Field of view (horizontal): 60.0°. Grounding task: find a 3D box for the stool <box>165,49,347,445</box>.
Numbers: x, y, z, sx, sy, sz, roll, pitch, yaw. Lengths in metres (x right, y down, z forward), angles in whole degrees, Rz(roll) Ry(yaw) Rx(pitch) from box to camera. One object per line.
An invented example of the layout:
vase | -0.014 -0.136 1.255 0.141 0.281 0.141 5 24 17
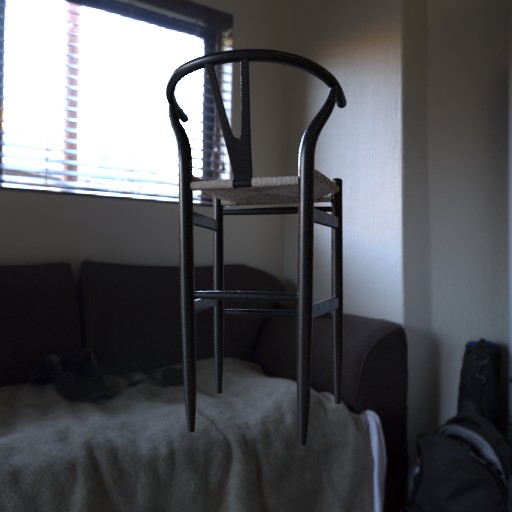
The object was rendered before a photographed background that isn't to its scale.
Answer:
stool | 0.000 0.000 1.424 0.569 1.072 0.579 0 -1 16
